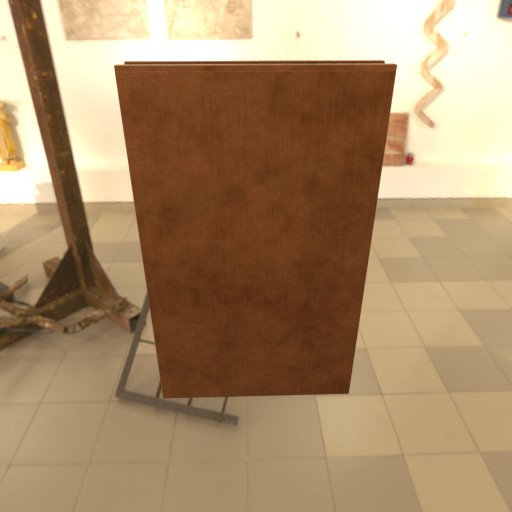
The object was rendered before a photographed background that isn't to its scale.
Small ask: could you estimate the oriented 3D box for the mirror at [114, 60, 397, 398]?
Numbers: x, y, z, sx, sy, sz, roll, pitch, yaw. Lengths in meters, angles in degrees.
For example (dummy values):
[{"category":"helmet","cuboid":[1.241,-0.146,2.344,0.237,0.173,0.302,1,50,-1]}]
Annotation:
[{"category":"mirror","cuboid":[0.000,0.000,0.953,0.468,0.768,0.082,-1,30,-2]}]
